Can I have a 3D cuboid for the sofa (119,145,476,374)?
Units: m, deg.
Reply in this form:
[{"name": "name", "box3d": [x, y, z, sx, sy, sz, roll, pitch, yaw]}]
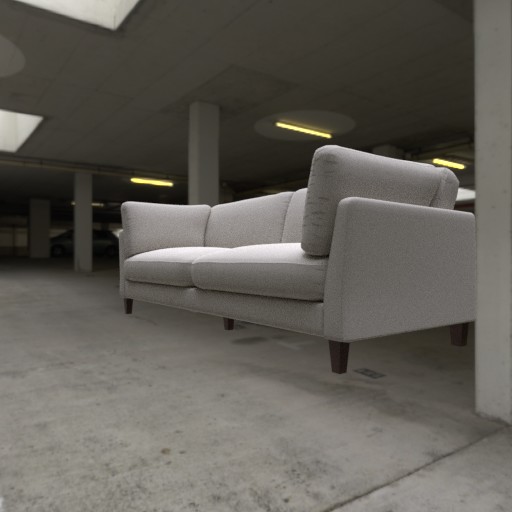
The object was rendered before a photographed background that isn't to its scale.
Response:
[{"name": "sofa", "box3d": [0.000, 0.000, 2.714, 0.957, 0.863, 2.301, 0, 0, -37]}]
